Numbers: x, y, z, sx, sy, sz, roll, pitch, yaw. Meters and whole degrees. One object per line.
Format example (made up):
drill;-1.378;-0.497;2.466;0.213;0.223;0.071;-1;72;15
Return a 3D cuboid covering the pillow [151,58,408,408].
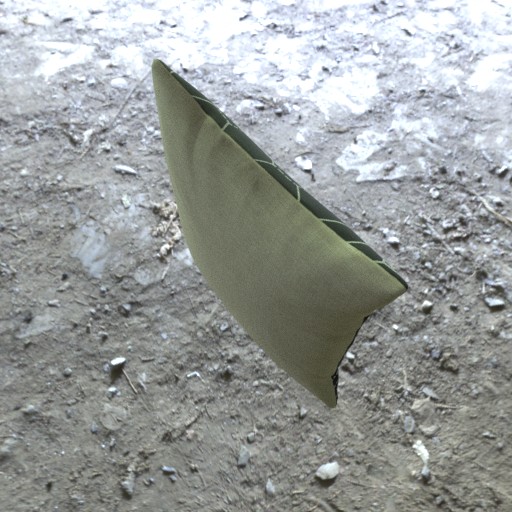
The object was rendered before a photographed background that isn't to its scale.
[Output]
pillow;0.000;0.000;0.789;0.158;0.508;0.517;-33;64;-19
